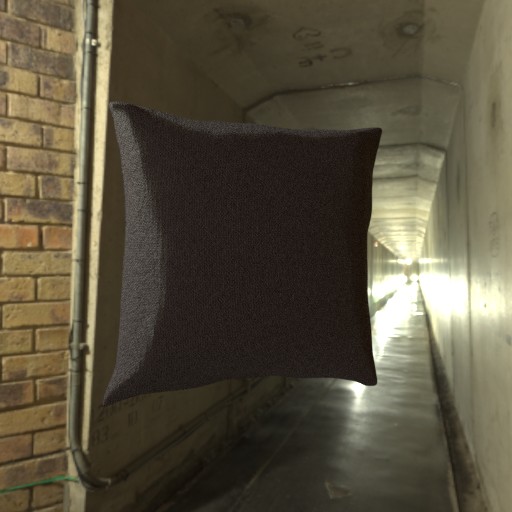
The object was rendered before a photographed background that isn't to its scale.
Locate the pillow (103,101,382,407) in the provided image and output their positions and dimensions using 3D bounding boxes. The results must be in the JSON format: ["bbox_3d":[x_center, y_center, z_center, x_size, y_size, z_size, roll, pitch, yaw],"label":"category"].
[{"bbox_3d":[0.000,0.000,0.695,0.452,0.439,0.204,0,-1,-18],"label":"pillow"}]
